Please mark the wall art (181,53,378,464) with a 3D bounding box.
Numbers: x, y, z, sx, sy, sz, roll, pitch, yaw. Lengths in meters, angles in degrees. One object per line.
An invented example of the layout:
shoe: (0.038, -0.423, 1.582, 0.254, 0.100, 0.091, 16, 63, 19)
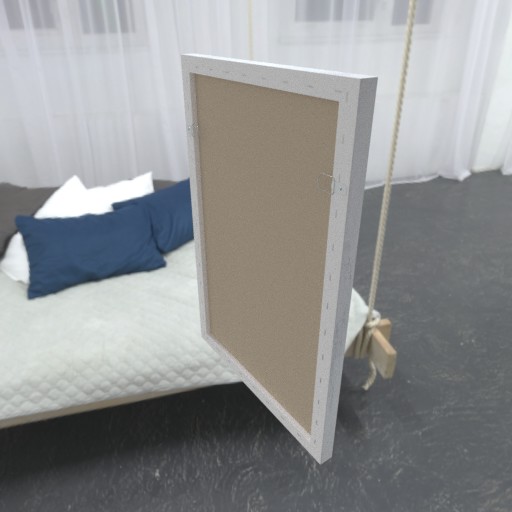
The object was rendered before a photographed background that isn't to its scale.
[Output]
wall art: (0.000, 0.000, 1.140, 0.043, 0.914, 0.624, -18, 33, -30)
